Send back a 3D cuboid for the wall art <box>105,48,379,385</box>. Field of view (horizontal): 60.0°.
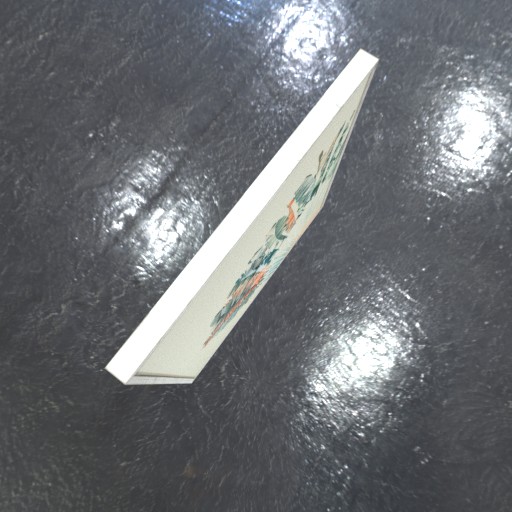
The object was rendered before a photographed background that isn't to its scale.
[{"bbox_3d":[0.000,0.000,0.770,0.029,0.506,0.508,35,77,9],"label":"wall art"}]
